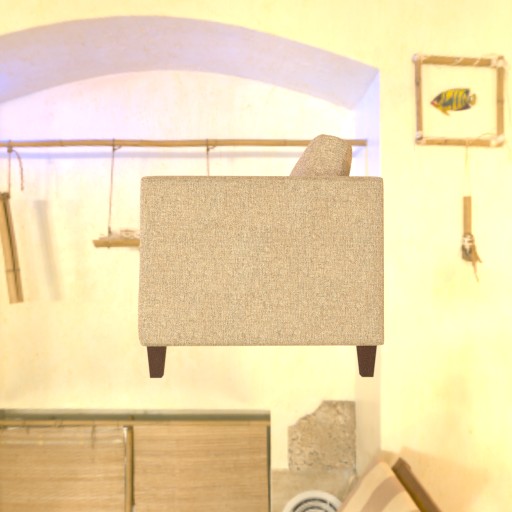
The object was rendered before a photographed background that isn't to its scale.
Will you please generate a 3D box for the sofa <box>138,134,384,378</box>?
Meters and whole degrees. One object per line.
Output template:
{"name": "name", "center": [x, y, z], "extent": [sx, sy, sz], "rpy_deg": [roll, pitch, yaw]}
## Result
{"name": "sofa", "center": [0.000, 0.000, 2.733], "extent": [0.951, 0.965, 2.208], "rpy_deg": [0, -1, -1]}
